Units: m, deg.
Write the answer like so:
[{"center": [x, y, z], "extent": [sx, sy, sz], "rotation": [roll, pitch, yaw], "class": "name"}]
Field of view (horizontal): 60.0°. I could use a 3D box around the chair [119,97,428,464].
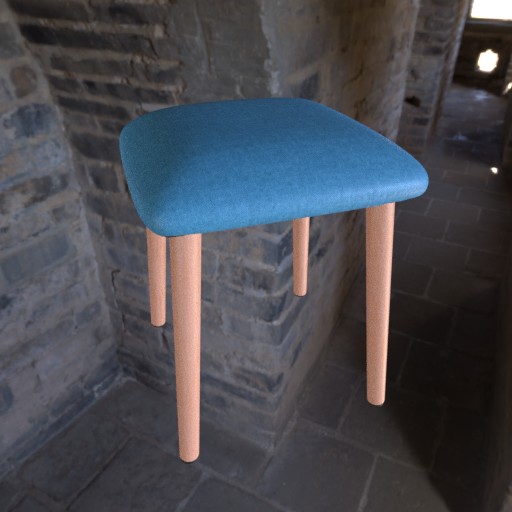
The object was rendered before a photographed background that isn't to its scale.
[{"center": [0.000, 0.000, 0.710], "extent": [0.360, 0.450, 0.360], "rotation": [-10, 33, -16], "class": "chair"}]
